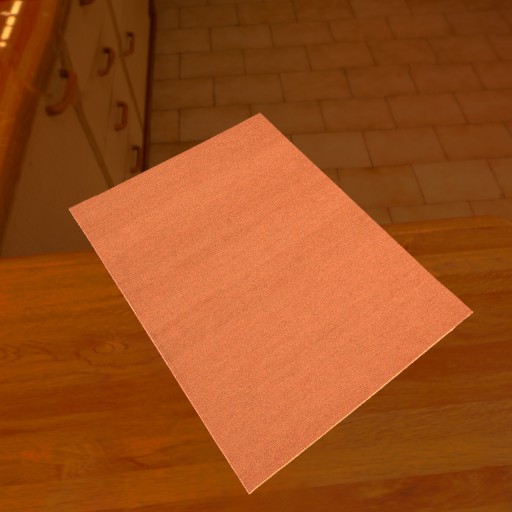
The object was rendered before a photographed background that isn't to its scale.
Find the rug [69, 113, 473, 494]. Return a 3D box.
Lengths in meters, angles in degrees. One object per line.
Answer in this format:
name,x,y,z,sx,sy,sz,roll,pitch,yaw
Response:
rug,0.000,0.000,4.216,2.434,0.045,3.202,-31,63,-18
